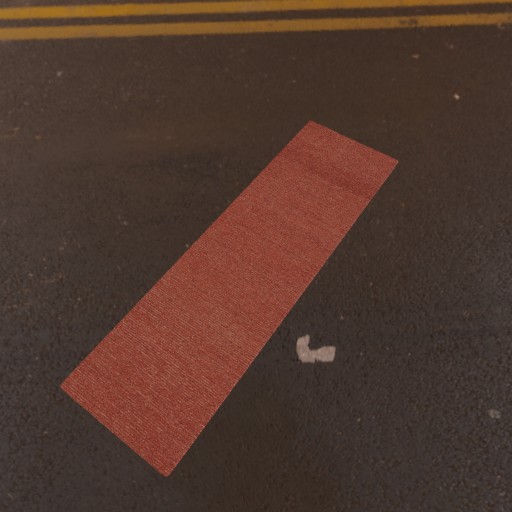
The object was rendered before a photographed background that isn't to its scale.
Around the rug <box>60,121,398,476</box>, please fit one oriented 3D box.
[{"bbox_3d":[0.000,0.000,2.529,0.687,0.012,2.307,31,62,18],"label":"rug"}]
